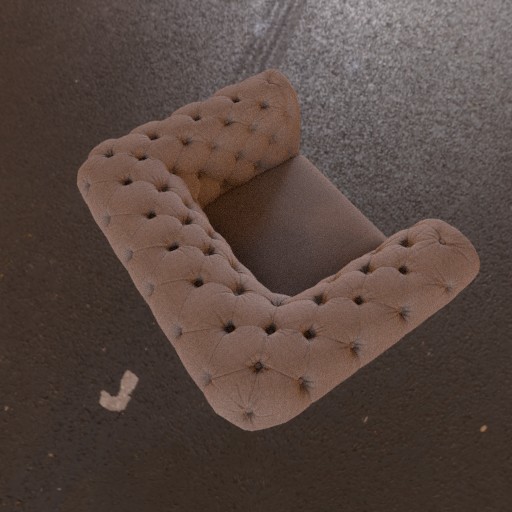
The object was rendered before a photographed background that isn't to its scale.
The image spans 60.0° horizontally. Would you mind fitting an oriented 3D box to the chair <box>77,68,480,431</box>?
[{"bbox_3d":[0.000,0.000,1.843,0.976,0.770,1.270,-30,63,-17],"label":"chair"}]
